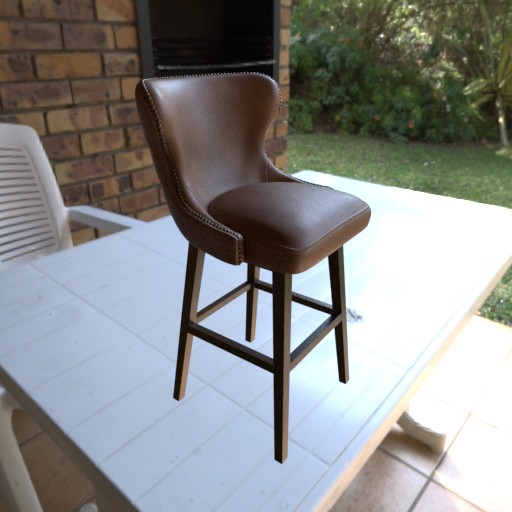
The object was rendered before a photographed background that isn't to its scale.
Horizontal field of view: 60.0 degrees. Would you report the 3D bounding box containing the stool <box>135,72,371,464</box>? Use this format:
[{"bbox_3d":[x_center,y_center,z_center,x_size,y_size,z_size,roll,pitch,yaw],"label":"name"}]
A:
[{"bbox_3d":[0.000,0.000,1.454,0.606,1.087,0.591,17,30,32],"label":"stool"}]
